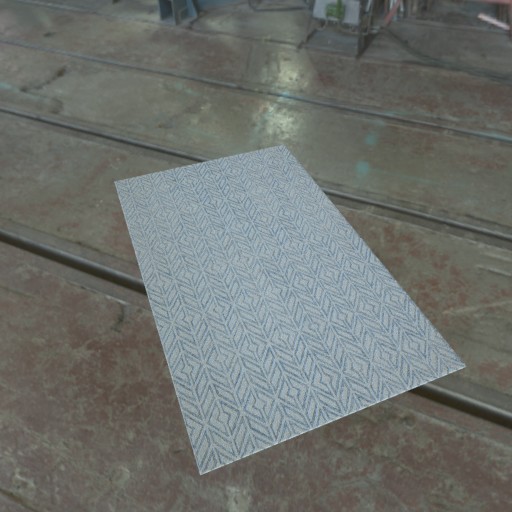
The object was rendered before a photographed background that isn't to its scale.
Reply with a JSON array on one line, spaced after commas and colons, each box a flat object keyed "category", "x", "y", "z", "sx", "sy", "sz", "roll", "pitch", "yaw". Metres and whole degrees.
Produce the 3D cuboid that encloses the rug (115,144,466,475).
[{"category": "rug", "x": 0.000, "y": 0.000, "z": 3.039, "sx": 1.526, "sy": 0.008, "sz": 2.441, "roll": -16, "pitch": 48, "yaw": -15}]
